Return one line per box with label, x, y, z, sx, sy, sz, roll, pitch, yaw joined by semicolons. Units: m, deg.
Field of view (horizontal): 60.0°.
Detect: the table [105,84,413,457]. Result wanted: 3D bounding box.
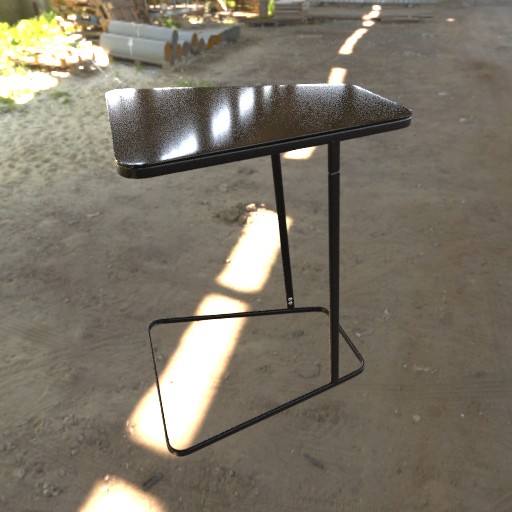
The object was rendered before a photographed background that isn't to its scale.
table;0.000;0.000;0.948;0.500;0.624;0.427;-10;34;-15
